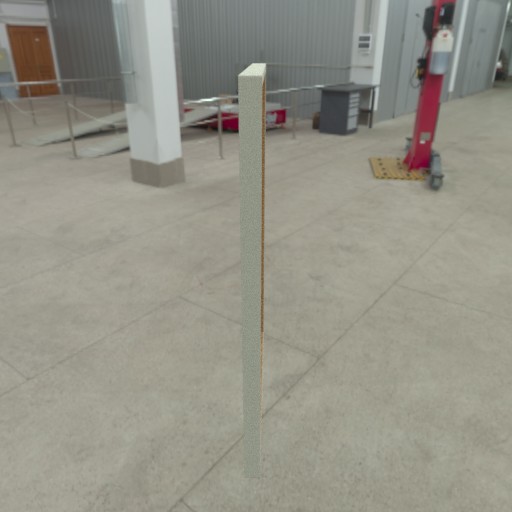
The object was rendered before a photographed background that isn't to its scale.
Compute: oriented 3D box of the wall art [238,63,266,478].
[{"bbox_3d":[0.000,0.000,1.169,0.038,0.914,0.610,1,25,2],"label":"wall art"}]
